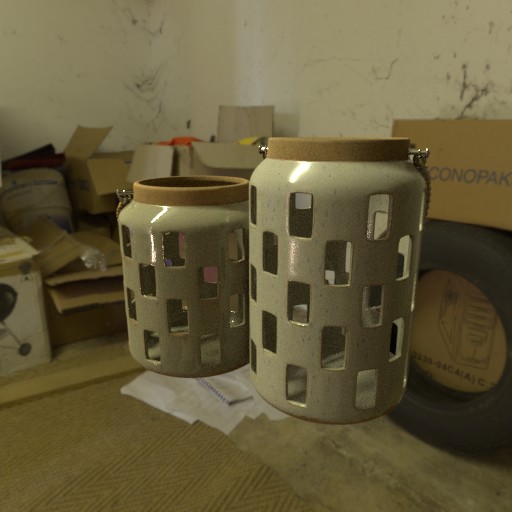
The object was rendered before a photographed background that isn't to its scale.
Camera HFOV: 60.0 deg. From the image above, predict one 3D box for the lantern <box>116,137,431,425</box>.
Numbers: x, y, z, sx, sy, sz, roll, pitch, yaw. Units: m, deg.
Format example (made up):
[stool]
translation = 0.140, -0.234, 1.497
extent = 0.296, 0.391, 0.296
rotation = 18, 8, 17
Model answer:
[lantern]
translation = 0.000, 0.000, 0.493
extent = 0.347, 0.255, 0.184
rotation = 8, 18, 28
